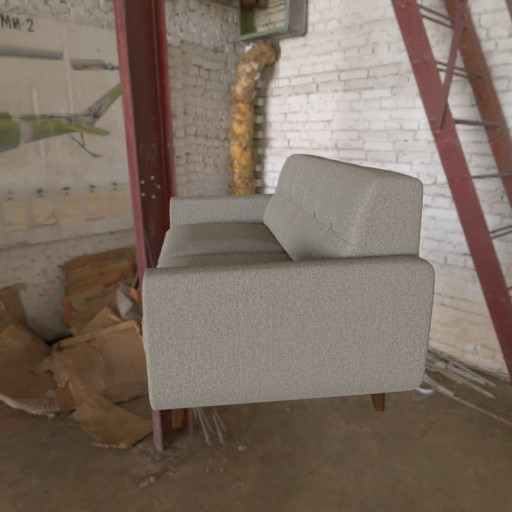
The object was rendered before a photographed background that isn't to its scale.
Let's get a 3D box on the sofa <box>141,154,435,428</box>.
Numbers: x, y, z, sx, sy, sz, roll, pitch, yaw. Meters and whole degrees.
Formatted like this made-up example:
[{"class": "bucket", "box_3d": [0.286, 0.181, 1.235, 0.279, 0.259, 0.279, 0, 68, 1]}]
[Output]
[{"class": "sofa", "box_3d": [0.000, 0.000, 2.172, 0.952, 0.925, 1.651, -2, 16, -7]}]
